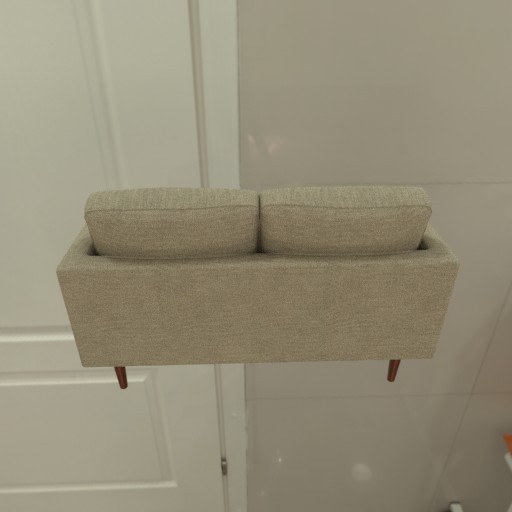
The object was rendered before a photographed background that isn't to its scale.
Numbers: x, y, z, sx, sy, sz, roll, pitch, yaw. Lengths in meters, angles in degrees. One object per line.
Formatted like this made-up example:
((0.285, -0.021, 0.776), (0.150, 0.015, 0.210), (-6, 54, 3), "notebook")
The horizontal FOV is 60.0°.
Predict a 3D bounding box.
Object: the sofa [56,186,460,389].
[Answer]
((0.000, 0.000, 2.170), (1.582, 0.944, 0.903), (-1, 31, -2), "sofa")
